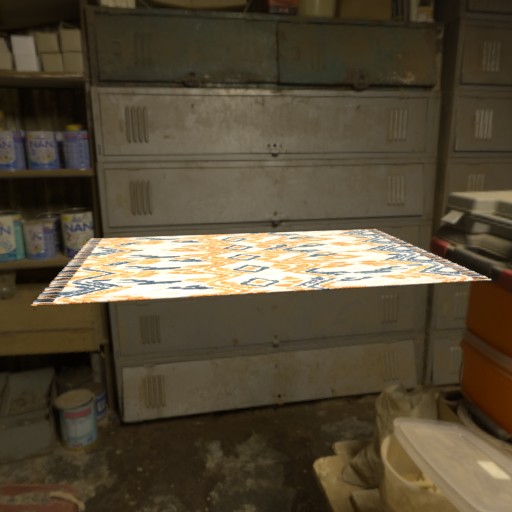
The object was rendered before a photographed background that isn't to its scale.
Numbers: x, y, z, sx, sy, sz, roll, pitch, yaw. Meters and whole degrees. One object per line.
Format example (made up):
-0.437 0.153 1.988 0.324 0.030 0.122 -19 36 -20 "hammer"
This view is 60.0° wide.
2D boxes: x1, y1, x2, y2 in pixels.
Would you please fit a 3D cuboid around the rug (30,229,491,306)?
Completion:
0.000 0.000 3.013 2.428 0.010 1.533 -2 15 -9 "rug"
